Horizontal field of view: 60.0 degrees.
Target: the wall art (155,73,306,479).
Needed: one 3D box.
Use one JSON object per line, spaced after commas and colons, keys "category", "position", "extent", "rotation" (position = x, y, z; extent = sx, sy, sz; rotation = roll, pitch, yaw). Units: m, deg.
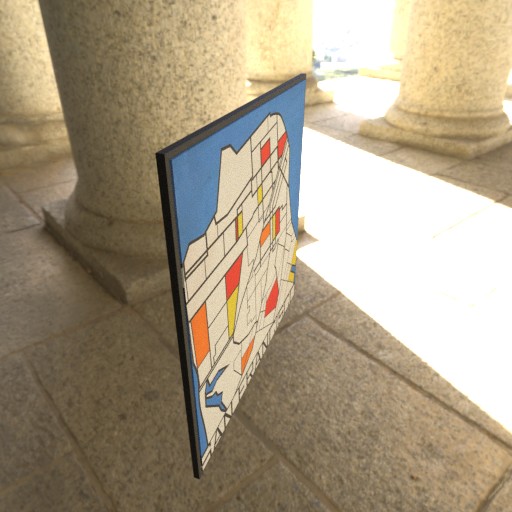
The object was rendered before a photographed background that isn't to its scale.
{"category": "wall art", "position": [0.000, 0.000, 0.980], "extent": [0.015, 0.663, 0.664], "rotation": [11, 33, 18]}
